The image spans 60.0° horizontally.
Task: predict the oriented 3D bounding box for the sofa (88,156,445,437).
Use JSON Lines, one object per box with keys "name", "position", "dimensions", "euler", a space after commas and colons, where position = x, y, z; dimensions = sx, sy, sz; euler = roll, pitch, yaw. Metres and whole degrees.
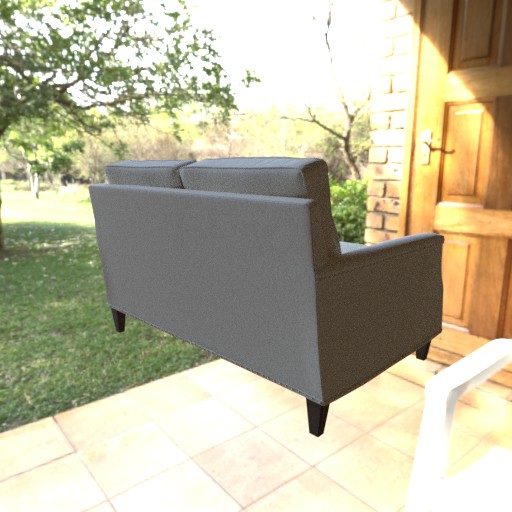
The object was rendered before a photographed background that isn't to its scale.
{"name": "sofa", "position": [0.000, 0.000, 2.312], "dimensions": [1.597, 1.003, 1.084], "euler": [12, 17, 43]}
